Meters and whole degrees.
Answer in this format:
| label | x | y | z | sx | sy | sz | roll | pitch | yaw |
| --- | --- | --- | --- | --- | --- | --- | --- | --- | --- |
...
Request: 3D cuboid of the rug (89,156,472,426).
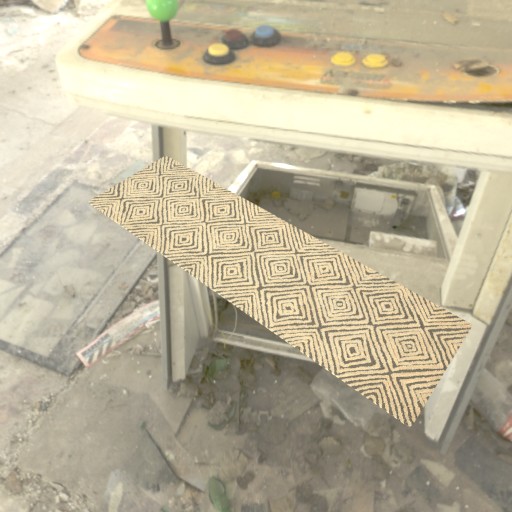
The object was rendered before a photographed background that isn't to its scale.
| label | x | y | z | sx | sy | sz | roll | pitch | yaw |
| --- | --- | --- | --- | --- | --- | --- | --- | --- | --- |
| rug | 0.000 | 0.000 | 2.547 | 2.277 | 0.008 | 0.676 | 32 | 55 | 26 |
